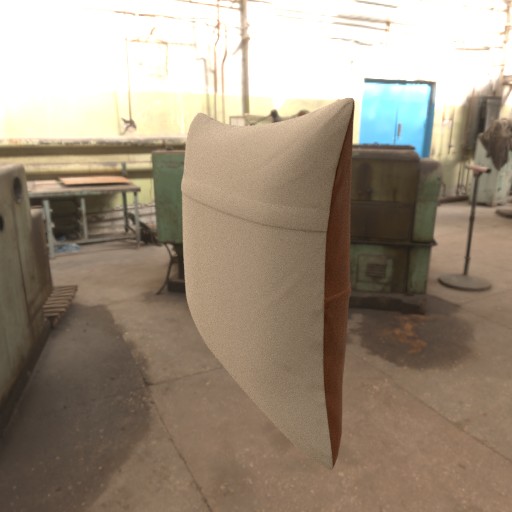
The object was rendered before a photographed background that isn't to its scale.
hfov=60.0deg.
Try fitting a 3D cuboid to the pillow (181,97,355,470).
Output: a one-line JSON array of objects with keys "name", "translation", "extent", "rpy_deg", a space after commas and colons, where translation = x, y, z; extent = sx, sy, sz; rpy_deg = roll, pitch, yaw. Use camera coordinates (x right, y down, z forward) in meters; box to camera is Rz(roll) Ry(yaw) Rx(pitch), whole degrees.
[{"name": "pillow", "translation": [0.000, 0.000, 0.747], "extent": [0.192, 0.477, 0.501], "rpy_deg": [-8, 18, -25]}]
